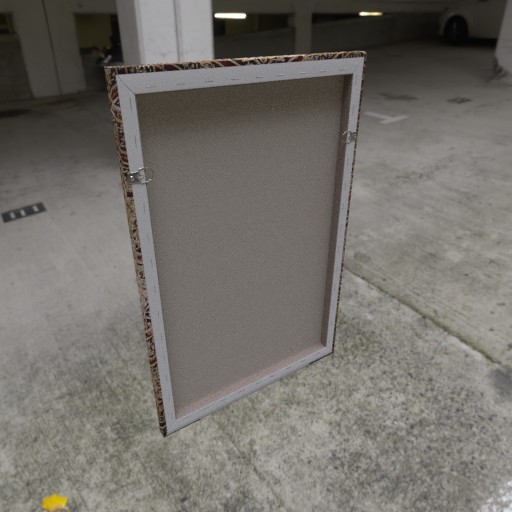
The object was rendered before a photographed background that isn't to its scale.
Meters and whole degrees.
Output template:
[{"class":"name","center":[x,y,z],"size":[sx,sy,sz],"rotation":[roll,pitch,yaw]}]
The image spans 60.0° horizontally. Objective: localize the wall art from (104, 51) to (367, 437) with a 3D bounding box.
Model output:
[{"class":"wall art","center":[0.000,0.000,1.105],"size":[0.599,0.904,0.030],"rotation":[-18,34,-29]}]
